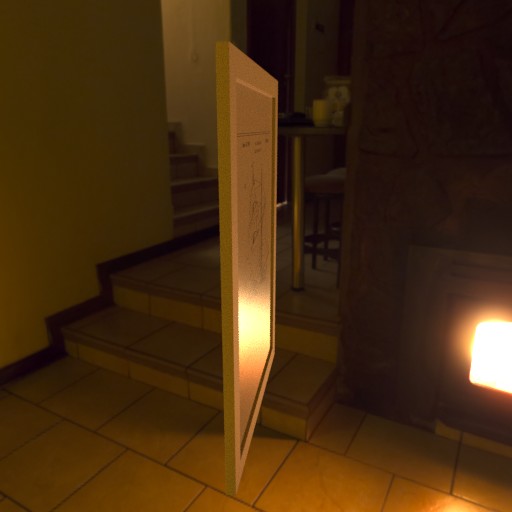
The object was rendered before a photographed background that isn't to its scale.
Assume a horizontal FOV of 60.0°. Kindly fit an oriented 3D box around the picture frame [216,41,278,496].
[{"bbox_3d":[0.000,0.000,0.581,0.011,0.459,0.326,3,16,9],"label":"picture frame"}]
